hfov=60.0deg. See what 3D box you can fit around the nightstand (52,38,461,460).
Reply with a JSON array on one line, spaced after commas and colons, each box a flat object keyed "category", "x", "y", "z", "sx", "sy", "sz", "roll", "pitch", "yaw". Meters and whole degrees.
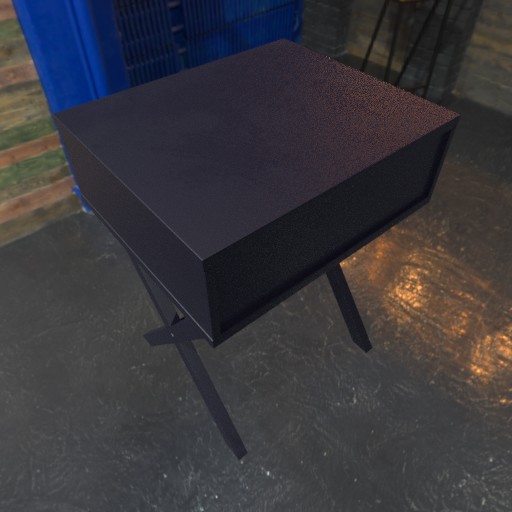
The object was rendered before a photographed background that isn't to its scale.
[{"category": "nightstand", "x": 0.000, "y": 0.000, "z": 0.900, "sx": 0.479, "sy": 0.623, "sz": 0.402, "roll": -31, "pitch": 53, "yaw": -26}]
